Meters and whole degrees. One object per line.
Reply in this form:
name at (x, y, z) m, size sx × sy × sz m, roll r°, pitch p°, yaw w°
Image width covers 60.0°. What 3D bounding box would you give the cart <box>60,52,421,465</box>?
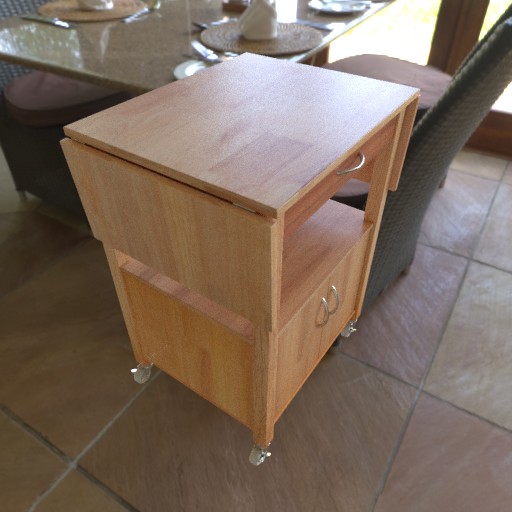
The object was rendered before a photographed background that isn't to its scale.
cart at (0.000, 0.000, 1.215) m, size 0.508 × 0.838 × 0.640 m, roll 24°, pitch 46°, yaw 26°
